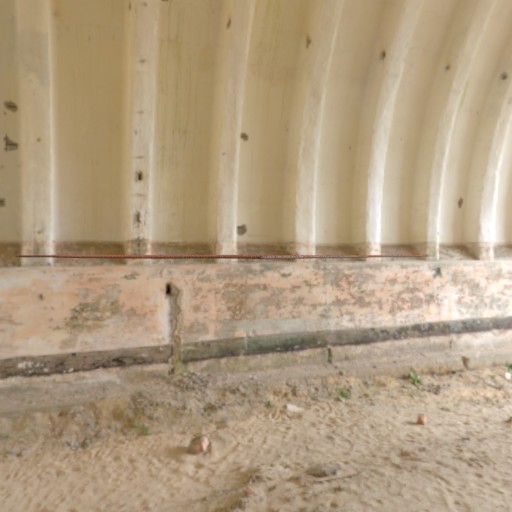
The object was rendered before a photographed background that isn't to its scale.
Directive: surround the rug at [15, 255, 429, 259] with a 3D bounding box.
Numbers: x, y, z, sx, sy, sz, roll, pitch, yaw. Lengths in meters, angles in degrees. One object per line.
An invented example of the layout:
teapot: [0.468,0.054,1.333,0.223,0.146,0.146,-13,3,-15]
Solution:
rug: [0.000,0.000,5.012,2.803,0.025,3.965,0,0,35]
